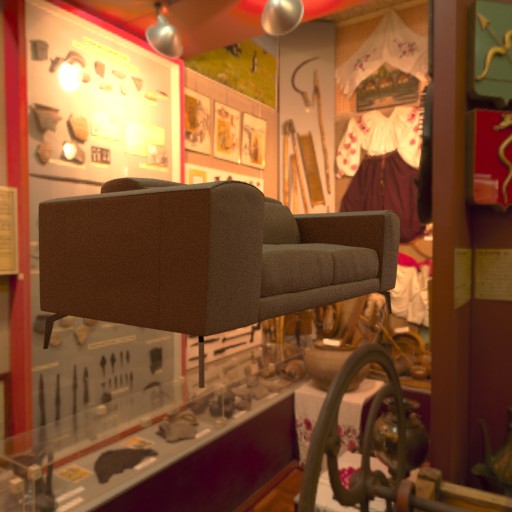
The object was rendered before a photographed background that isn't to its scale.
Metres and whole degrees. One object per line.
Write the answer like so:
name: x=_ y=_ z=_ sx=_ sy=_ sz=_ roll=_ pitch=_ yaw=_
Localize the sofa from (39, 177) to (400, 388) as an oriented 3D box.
sofa: x=0.000 y=0.000 z=2.385 sx=1.003 sy=0.779 sz=1.895 roll=1 pitch=2 yaw=35
